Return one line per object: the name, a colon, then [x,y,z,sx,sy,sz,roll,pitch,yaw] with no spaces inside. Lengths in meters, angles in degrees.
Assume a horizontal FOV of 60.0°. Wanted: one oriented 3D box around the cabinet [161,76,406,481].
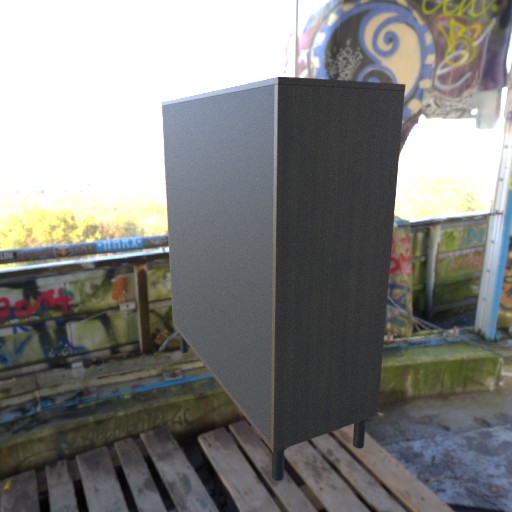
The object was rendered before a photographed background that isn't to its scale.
cabinet: [0.000,0.000,1.709,0.400,1.170,1.010,-8,17,-26]
